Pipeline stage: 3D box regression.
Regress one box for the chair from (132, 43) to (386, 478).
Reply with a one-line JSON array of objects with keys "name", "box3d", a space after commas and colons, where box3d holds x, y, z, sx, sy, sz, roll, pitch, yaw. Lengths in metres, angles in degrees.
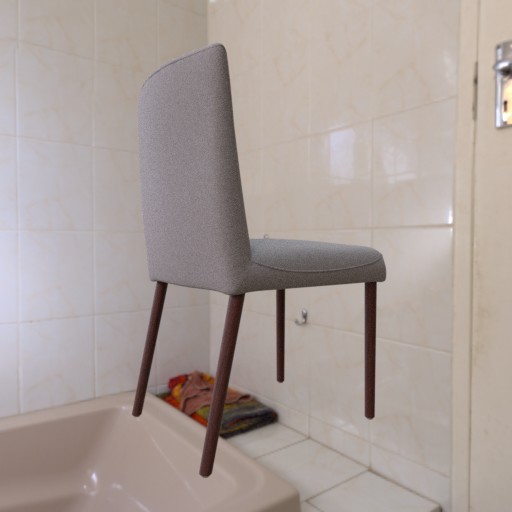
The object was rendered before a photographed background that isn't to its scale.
[{"name": "chair", "box3d": [0.000, 0.000, 1.174, 0.570, 0.859, 0.456, -1, 2, -36]}]
